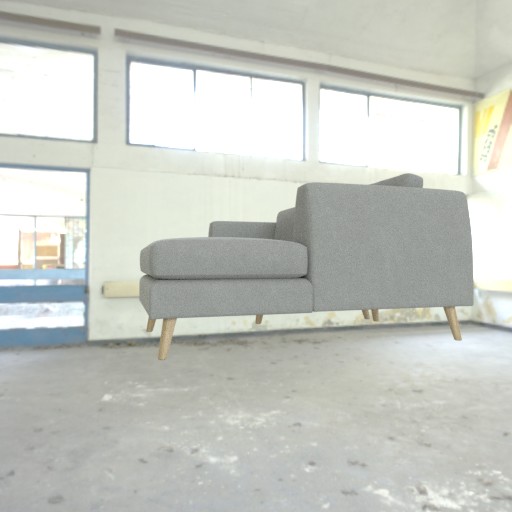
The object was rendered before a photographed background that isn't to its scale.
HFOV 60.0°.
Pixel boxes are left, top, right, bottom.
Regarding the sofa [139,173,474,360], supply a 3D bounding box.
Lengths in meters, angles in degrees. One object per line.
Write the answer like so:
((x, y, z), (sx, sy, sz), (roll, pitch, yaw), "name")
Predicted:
((0.000, 0.000, 3.043), (1.580, 0.860, 2.300), (0, -1, -17), "sofa")
